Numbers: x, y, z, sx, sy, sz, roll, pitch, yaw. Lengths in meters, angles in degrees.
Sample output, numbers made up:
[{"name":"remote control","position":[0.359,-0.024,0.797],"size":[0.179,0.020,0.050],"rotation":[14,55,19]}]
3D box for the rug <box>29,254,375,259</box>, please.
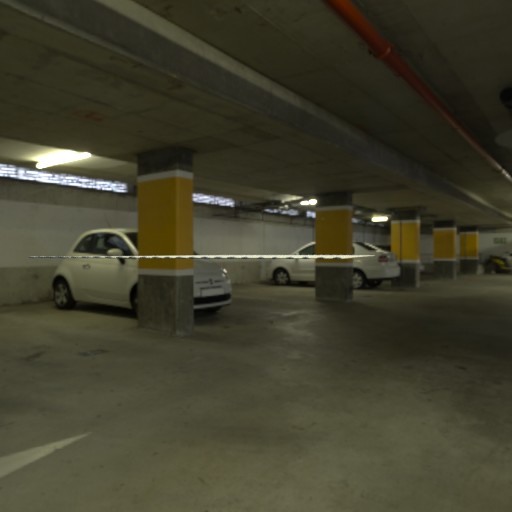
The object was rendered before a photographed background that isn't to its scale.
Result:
[{"name":"rug","position":[0.000,0.000,2.582],"size":[1.248,0.009,2.108],"rotation":[0,0,18]}]
